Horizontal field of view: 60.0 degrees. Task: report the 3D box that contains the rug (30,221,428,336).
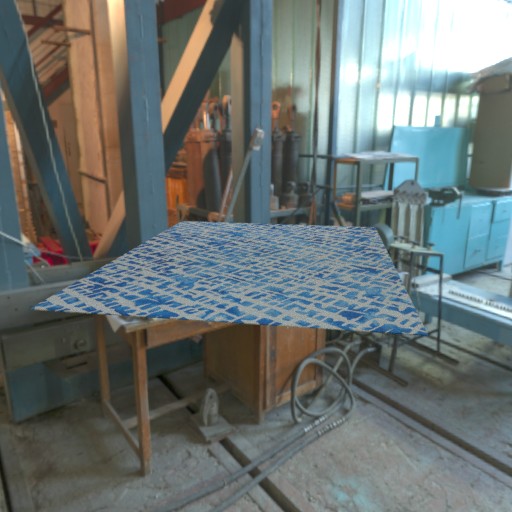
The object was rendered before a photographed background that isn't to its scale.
[{"bbox_3d":[0.000,0.000,4.070,2.435,0.007,3.007,3,16,9],"label":"rug"}]
